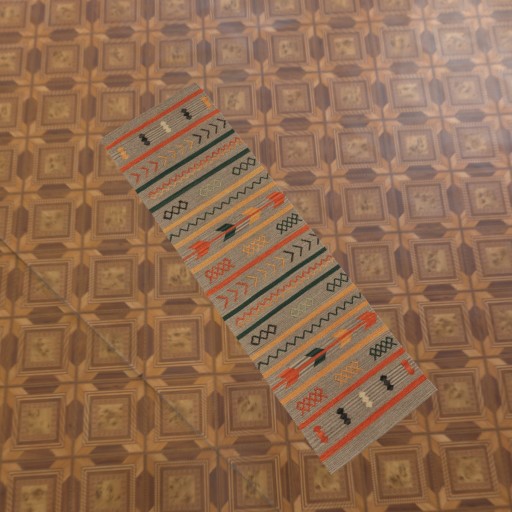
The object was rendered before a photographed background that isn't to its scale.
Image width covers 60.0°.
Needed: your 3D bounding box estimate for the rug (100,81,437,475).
[{"bbox_3d":[0.000,0.000,2.638,0.744,0.022,2.419,-35,78,-8],"label":"rug"}]
